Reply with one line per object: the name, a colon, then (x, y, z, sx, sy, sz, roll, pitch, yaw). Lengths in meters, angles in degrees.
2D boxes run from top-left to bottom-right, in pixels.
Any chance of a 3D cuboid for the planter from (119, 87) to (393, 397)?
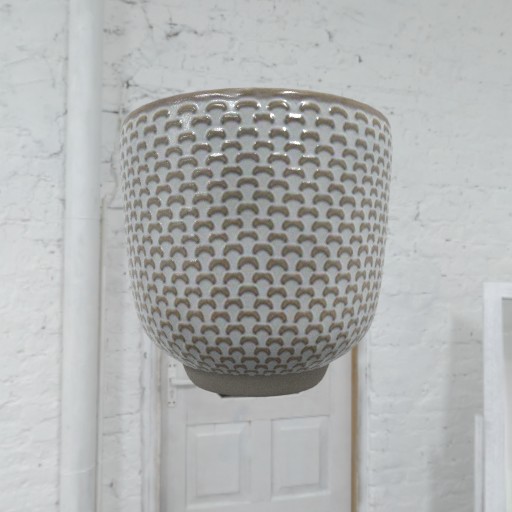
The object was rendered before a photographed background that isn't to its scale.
planter: (0.000, 0.000, 0.236, 0.139, 0.130, 0.139, 0, 0, 0)
